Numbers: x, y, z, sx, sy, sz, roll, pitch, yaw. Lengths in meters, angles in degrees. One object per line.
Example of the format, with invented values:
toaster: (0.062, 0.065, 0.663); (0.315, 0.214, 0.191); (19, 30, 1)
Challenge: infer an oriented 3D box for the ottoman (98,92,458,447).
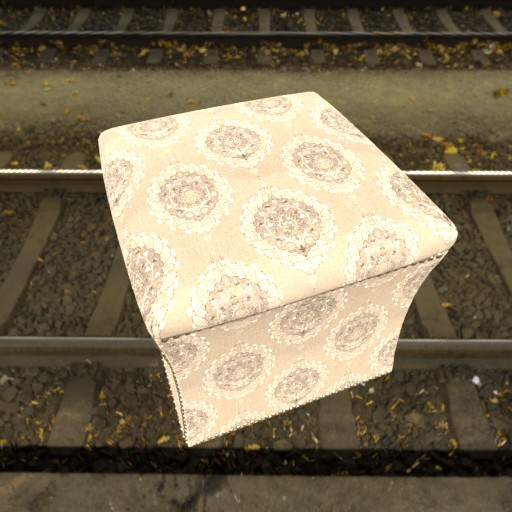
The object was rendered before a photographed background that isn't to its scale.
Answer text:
ottoman: (0.000, 0.000, 0.908); (0.497, 0.473, 0.507); (-15, 48, -14)
